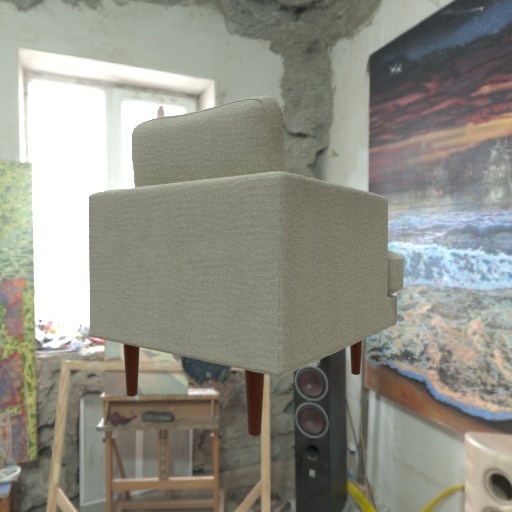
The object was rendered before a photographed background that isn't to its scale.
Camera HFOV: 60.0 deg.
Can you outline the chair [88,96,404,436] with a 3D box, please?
[{"bbox_3d":[0.000,0.000,1.678,0.858,0.957,0.899,1,2,36],"label":"chair"}]
